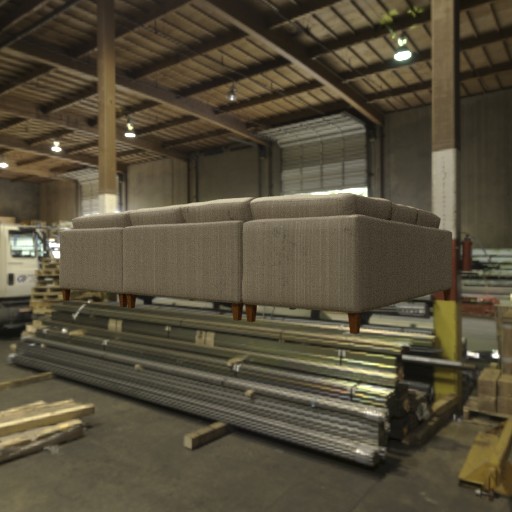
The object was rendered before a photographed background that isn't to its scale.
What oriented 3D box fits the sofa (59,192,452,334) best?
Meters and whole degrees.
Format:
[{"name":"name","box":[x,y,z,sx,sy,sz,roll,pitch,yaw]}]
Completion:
[{"name":"sofa","box":[0.000,0.000,4.796,3.460,0.961,2.594,0,0,36]}]
